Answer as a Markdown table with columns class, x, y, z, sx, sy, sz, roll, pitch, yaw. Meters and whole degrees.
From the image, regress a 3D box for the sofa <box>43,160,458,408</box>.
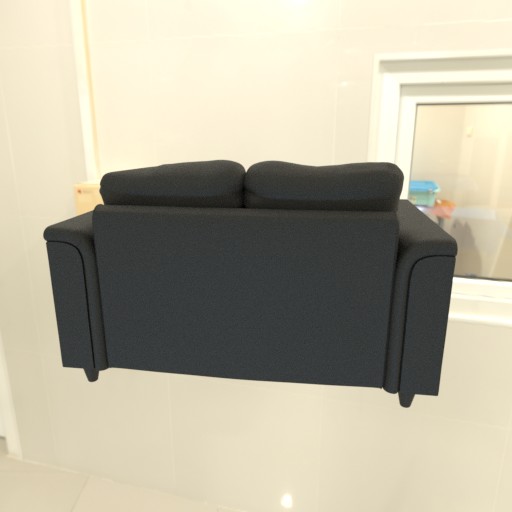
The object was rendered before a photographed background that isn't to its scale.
| class | x | y | z | sx | sy | sz | roll | pitch | yaw |
| --- | --- | --- | --- | --- | --- | --- | --- | --- | --- |
| sofa | 0.000 | 0.000 | 1.921 | 1.386 | 0.845 | 0.887 | 2 | 16 | 8 |
